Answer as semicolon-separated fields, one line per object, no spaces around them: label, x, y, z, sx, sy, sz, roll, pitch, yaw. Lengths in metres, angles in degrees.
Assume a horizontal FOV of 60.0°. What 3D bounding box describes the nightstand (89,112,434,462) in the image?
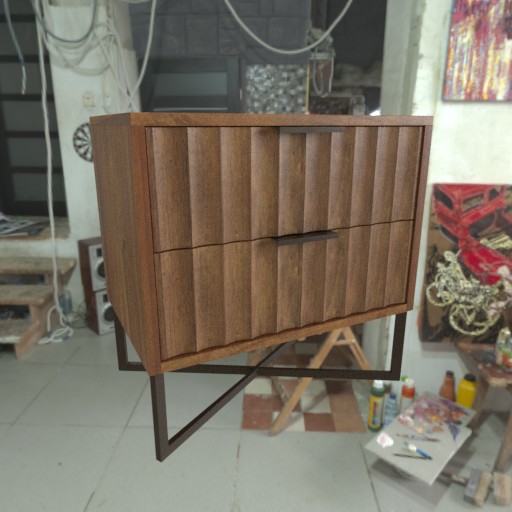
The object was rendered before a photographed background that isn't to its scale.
nightstand;0.000;0.000;1.023;0.613;0.615;0.427;-8;18;-26
